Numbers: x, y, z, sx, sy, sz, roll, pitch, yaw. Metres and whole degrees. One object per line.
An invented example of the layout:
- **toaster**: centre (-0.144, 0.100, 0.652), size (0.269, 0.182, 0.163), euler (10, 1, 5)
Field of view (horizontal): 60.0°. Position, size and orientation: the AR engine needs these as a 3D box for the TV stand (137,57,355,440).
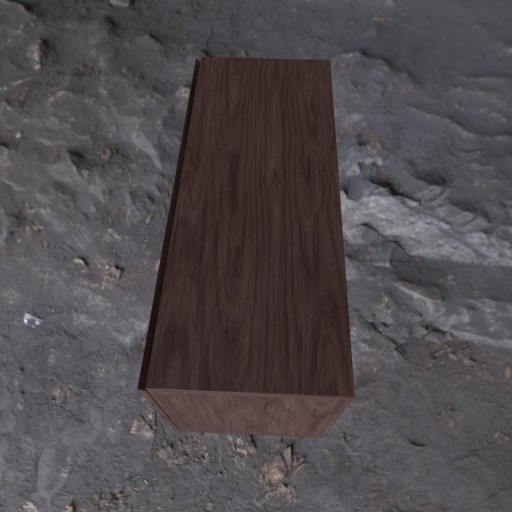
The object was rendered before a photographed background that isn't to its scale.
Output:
- **TV stand**: centre (0.000, 0.000, 1.357), size (0.405, 0.660, 0.990), euler (2, 59, 1)
